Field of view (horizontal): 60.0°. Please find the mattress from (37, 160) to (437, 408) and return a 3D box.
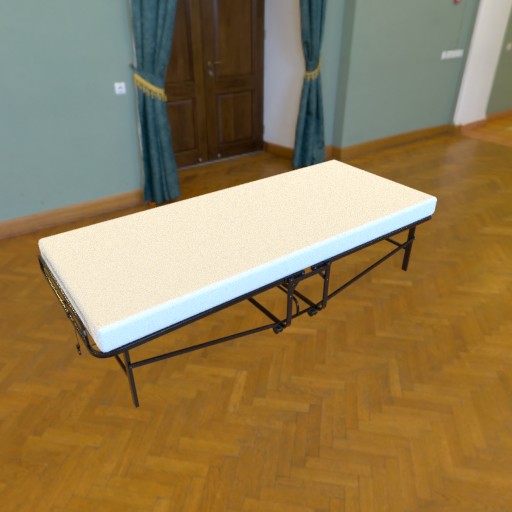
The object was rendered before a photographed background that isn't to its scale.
[{"bbox_3d":[0.000,0.000,2.580,2.153,0.519,0.922,-21,37,-31],"label":"mattress"}]
